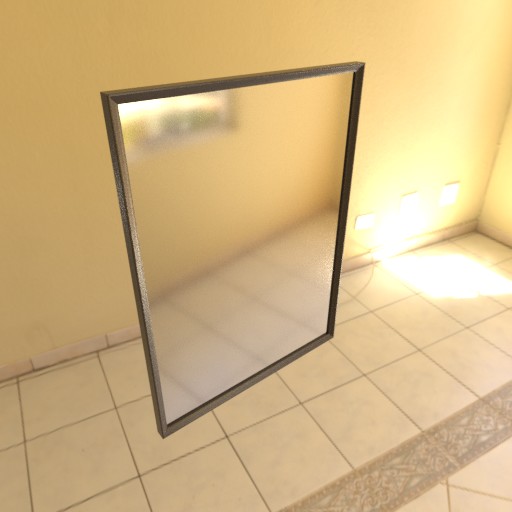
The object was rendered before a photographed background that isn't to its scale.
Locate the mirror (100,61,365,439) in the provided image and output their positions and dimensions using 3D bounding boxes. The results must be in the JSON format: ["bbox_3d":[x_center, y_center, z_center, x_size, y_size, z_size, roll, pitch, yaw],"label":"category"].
[{"bbox_3d":[0.000,0.000,1.326,0.762,1.016,0.041,-22,37,-32],"label":"mirror"}]
